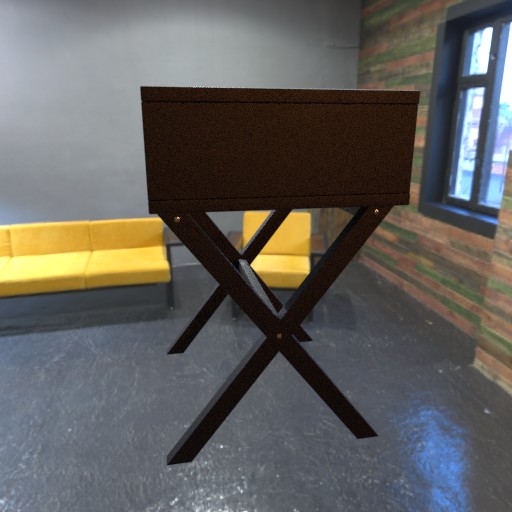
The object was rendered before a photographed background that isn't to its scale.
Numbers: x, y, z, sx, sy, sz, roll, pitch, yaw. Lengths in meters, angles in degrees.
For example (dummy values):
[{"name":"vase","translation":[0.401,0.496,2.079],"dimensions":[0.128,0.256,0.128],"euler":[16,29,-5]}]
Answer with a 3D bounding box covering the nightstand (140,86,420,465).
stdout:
[{"name":"nightstand","translation":[0.000,0.000,0.929],"dimensions":[0.402,0.623,0.479],"euler":[-3,17,-11]}]
